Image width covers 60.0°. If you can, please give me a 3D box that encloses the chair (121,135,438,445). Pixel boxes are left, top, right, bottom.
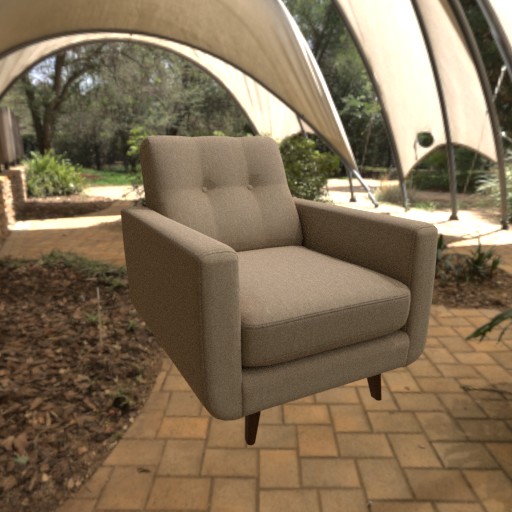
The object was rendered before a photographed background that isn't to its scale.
[{"bbox_3d":[0.000,0.000,1.826,0.897,0.965,1.128,-8,16,-27],"label":"chair"}]
